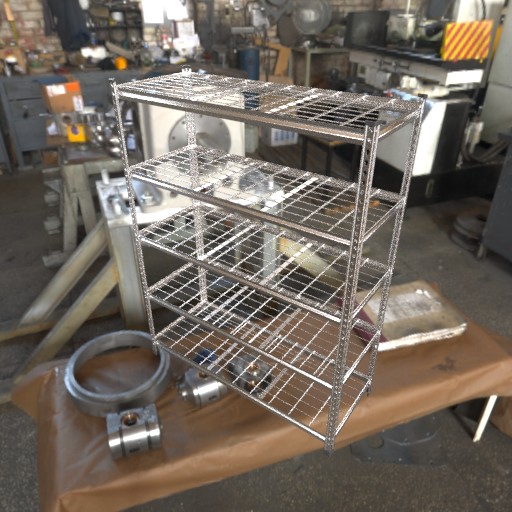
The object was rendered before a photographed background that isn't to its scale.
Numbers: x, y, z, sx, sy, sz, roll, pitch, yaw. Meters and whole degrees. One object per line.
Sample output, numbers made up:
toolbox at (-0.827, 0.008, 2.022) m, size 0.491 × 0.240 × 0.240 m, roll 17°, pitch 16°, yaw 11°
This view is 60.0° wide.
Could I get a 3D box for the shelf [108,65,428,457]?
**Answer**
shelf at (0.000, 0.000, 2.725) m, size 1.524 × 1.981 × 0.610 m, roll 20°, pitch 37°, yaw 30°
